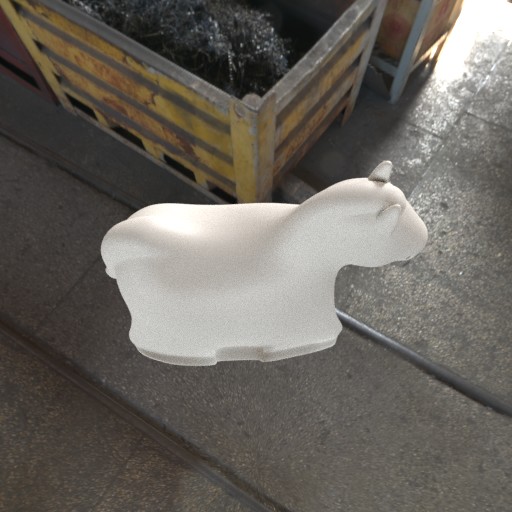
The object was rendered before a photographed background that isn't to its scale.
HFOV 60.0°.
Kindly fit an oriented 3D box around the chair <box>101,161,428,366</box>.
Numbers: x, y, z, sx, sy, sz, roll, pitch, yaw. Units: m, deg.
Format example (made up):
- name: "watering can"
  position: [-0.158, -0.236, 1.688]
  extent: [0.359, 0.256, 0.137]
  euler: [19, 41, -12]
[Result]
- name: "chair"
  position: [0.000, 0.000, 1.131]
  extent: [0.800, 0.612, 0.429]
  euler: [-2, 64, -1]
